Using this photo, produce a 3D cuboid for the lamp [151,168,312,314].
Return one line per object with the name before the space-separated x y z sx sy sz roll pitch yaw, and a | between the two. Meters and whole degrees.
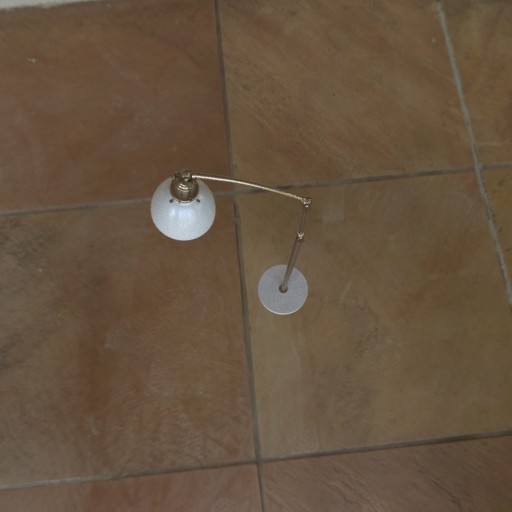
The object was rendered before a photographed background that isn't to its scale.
lamp | 0.000 0.000 1.812 0.599 1.586 0.288 -3 75 -1
